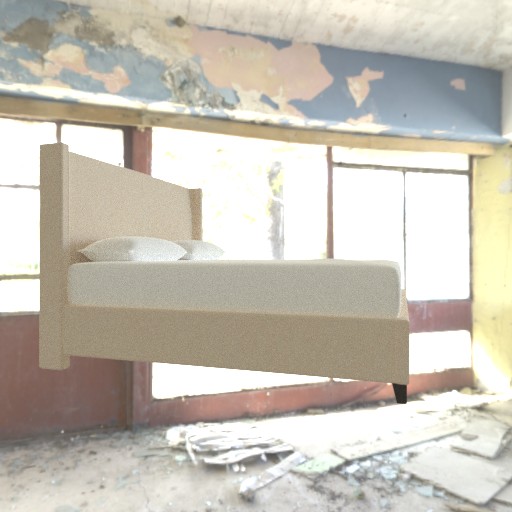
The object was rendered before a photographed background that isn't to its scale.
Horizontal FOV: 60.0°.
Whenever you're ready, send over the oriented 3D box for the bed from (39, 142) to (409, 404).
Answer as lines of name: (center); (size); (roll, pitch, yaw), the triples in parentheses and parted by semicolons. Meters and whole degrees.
bed: (0.000, 0.000, 3.556); (2.293, 1.471, 2.145); (0, 0, 18)
